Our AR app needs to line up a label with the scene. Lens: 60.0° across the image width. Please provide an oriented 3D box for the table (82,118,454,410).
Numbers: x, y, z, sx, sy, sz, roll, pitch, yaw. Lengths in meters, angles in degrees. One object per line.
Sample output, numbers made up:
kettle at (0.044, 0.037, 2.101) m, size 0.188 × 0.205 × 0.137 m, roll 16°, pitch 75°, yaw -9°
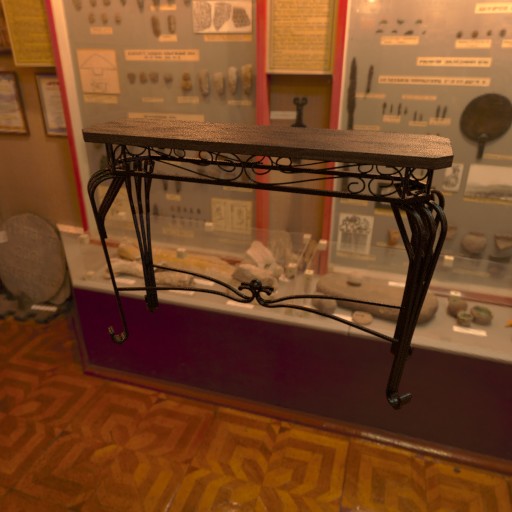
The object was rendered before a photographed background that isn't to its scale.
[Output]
table at (0.000, 0.000, 1.480) m, size 1.112 × 0.800 × 0.329 m, roll 9°, pitch 27°, yaw 17°
